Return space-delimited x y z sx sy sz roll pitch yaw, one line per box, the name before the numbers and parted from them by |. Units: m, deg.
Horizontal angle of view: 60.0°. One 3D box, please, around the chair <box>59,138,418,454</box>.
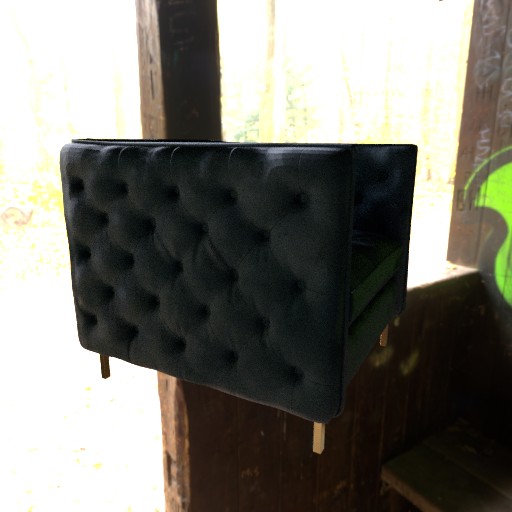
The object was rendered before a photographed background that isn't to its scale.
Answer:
chair | 0.000 0.000 1.499 0.877 0.771 0.868 8 16 28
